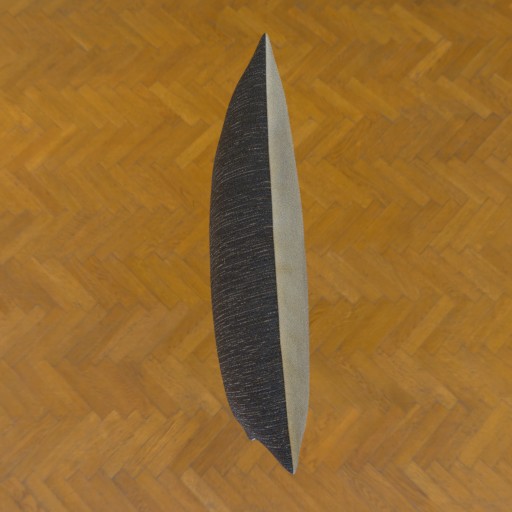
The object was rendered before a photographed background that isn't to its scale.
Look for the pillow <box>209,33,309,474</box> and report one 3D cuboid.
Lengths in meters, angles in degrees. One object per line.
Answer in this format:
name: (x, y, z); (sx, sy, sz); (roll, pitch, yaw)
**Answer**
pillow: (0.000, 0.000, 0.731); (0.156, 0.305, 0.608); (-3, 76, -1)
